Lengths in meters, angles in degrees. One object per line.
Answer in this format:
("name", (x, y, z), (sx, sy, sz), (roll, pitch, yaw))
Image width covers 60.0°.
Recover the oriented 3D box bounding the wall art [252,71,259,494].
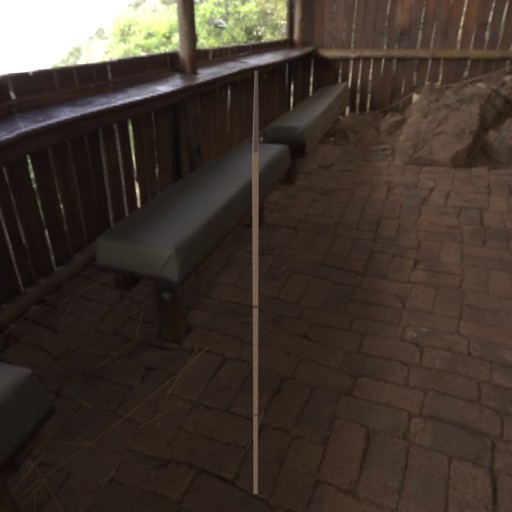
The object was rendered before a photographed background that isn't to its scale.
("wall art", (0.000, 0.000, 2.212), (0.017, 1.521, 1.527), (0, 30, 0))
